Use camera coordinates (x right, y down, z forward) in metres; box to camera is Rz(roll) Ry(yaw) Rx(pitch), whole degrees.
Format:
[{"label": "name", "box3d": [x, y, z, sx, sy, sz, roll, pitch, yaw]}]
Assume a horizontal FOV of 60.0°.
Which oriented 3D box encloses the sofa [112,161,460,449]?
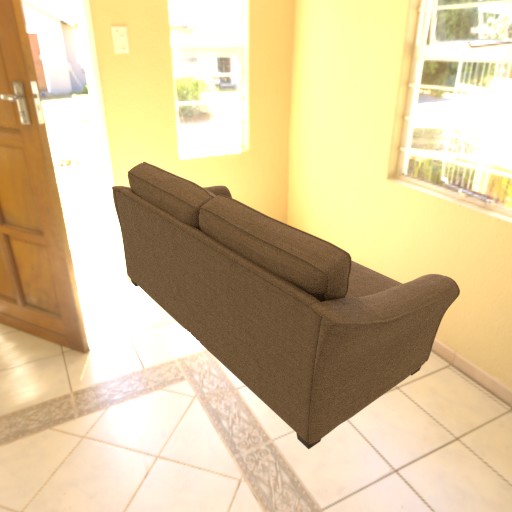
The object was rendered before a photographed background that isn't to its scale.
[{"label": "sofa", "box3d": [0.000, 0.000, 2.825, 0.980, 0.965, 2.270, -18, 31, -33]}]
